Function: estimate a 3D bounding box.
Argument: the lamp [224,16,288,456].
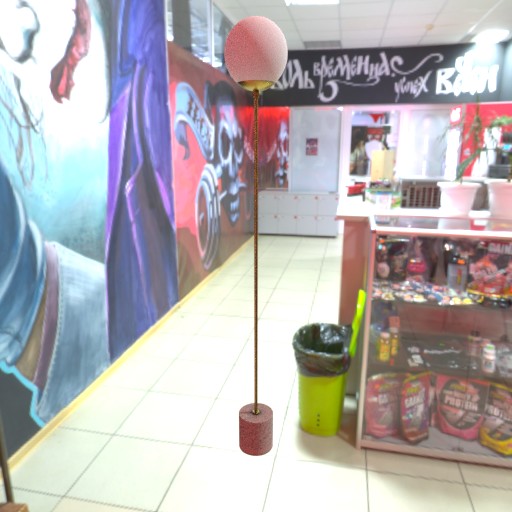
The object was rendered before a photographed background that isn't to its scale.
[{"bbox_3d":[0.000,0.000,1.783,0.229,1.748,0.229,13,19,43],"label":"lamp"}]
